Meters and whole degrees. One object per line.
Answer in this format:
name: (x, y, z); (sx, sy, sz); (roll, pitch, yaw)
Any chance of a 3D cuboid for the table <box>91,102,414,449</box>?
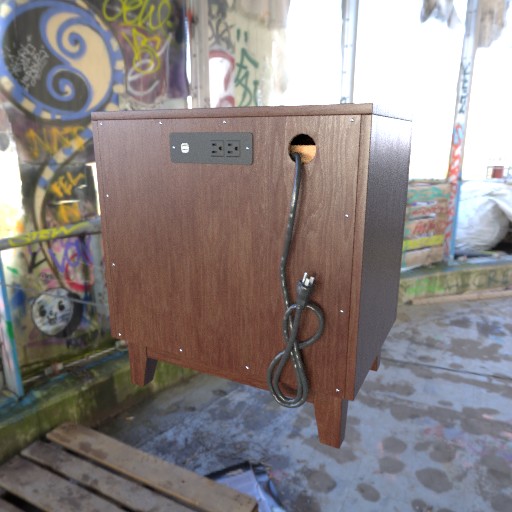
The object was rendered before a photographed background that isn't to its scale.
table: (0.000, 0.000, 0.989); (0.557, 0.609, 0.449); (8, 17, 26)
